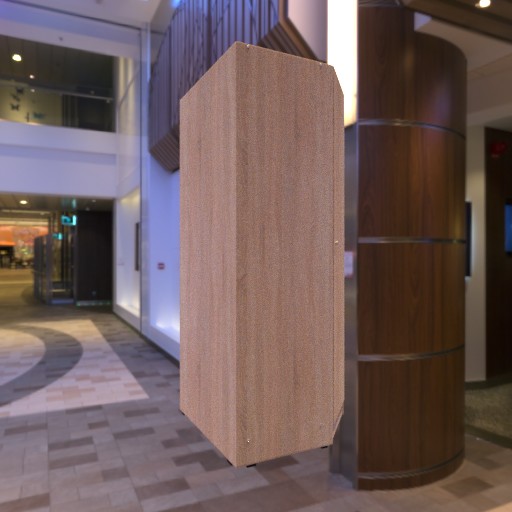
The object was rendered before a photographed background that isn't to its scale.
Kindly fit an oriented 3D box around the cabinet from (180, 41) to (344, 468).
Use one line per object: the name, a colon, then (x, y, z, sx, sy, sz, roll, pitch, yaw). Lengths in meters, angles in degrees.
cabinet: (0.000, 0.000, 2.851, 1.094, 2.120, 1.327, 0, 0, 18)
